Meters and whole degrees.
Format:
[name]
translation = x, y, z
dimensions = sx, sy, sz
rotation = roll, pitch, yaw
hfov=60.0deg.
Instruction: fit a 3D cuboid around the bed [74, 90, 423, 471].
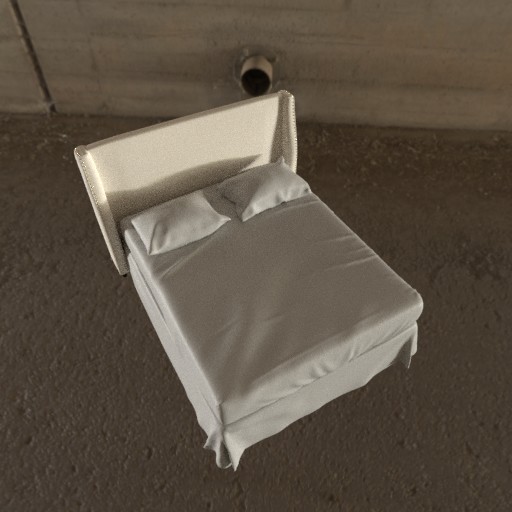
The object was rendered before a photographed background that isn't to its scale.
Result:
[bed]
translation = 0.000, 0.000, 3.465
dimensions = 1.925, 1.332, 2.276
rotation = -22, 51, -20
